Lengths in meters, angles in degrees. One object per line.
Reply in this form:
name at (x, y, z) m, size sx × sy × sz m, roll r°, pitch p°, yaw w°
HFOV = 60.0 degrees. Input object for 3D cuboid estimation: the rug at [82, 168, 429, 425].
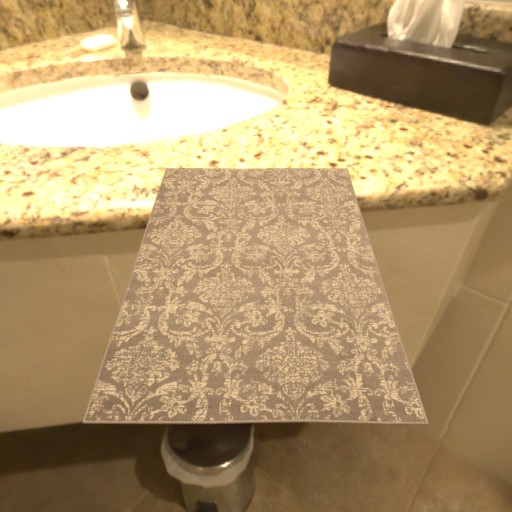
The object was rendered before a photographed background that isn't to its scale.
rug at (0.000, 0.000, 3.375) m, size 1.819 × 0.018 × 2.746 m, roll 0°, pitch 40°, yaw 0°
